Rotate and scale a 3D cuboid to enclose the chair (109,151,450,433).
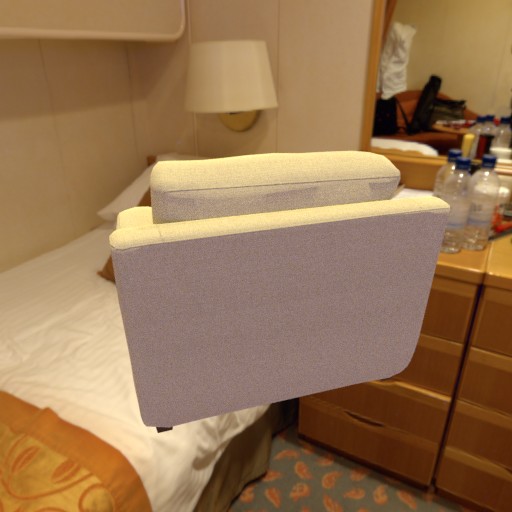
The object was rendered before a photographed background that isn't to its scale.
[{"bbox_3d":[0.000,0.000,1.980,1.178,1.016,1.009,-8,26,-16],"label":"chair"}]
